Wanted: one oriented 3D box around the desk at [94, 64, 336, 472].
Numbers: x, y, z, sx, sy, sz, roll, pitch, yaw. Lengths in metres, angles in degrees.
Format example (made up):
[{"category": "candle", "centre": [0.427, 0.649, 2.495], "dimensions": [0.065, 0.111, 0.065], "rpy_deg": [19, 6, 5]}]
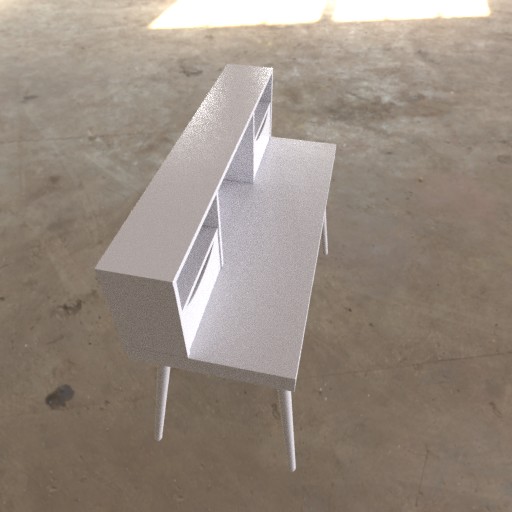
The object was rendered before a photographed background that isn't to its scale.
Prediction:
[{"category": "desk", "centre": [0.000, 0.000, 1.751], "dimensions": [0.559, 0.990, 1.199], "rpy_deg": [9, 46, 9]}]
